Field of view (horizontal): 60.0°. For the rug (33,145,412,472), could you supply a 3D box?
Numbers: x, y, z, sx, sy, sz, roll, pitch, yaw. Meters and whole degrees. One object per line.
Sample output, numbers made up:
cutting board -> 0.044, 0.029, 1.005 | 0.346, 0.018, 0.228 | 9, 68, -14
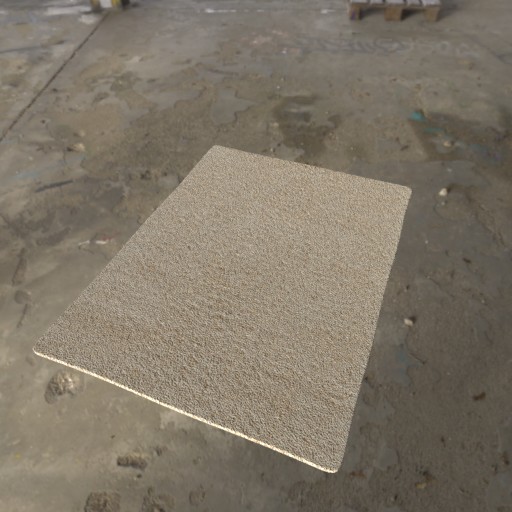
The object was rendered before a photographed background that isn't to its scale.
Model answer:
rug -> 0.000, 0.000, 2.054 | 1.200, 0.027, 1.600 | 16, 47, 15
